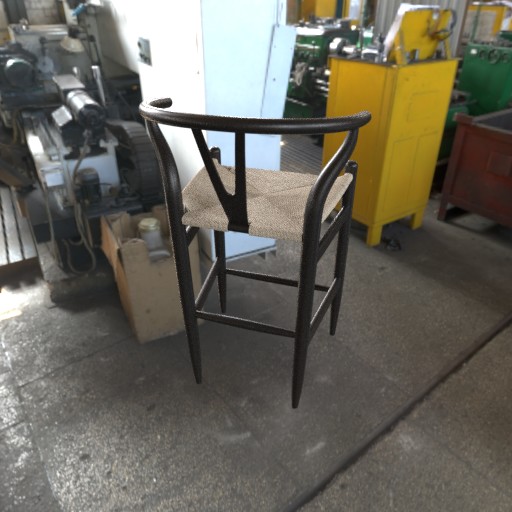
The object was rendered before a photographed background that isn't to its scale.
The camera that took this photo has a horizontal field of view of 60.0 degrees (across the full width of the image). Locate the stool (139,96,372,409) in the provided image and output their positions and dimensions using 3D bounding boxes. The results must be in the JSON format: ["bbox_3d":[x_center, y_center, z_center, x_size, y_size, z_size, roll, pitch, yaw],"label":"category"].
[{"bbox_3d":[0.000,0.000,1.350,0.569,0.970,0.579,9,33,15],"label":"stool"}]
